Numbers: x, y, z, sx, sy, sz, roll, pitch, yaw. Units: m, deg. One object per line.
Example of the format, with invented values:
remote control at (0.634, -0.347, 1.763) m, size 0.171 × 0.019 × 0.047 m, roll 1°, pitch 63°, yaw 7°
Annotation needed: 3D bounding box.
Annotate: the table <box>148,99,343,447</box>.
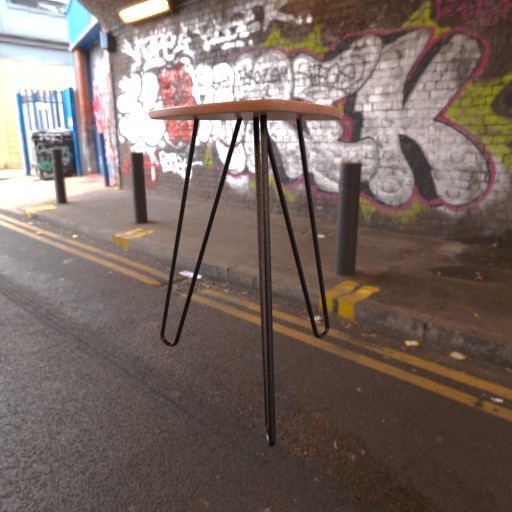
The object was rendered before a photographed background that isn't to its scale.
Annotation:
table at (0.000, 0.000, 0.887) m, size 0.442 × 0.564 × 0.455 m, roll -2°, pitch 15°, yaw -6°
